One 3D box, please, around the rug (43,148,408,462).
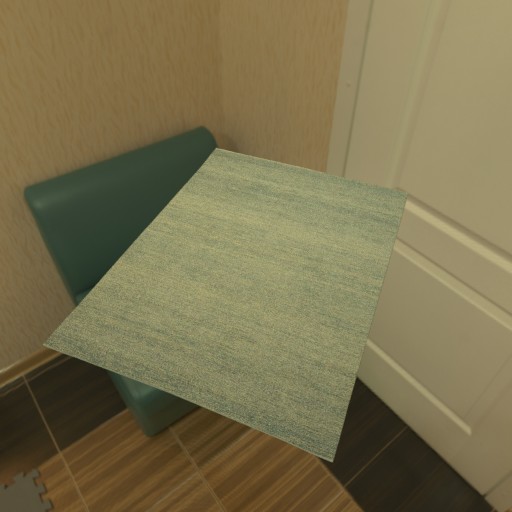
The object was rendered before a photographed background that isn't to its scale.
[{"bbox_3d":[0.000,0.000,4.357,2.461,0.046,3.237,17,48,16],"label":"rug"}]
